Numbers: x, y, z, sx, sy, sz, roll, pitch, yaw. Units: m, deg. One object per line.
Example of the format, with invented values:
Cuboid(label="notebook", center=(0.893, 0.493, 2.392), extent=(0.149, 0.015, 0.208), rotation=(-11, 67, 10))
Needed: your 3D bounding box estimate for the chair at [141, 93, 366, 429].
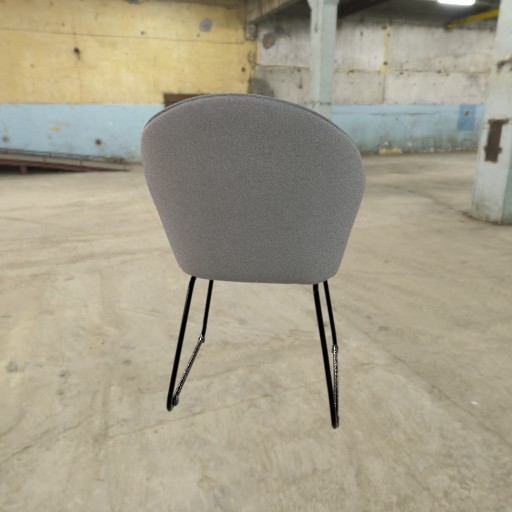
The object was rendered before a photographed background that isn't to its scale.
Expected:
Cuboid(label="chair", center=(0.000, 0.000, 1.231), extent=(0.570, 0.817, 0.592), rotation=(2, 17, 8))
